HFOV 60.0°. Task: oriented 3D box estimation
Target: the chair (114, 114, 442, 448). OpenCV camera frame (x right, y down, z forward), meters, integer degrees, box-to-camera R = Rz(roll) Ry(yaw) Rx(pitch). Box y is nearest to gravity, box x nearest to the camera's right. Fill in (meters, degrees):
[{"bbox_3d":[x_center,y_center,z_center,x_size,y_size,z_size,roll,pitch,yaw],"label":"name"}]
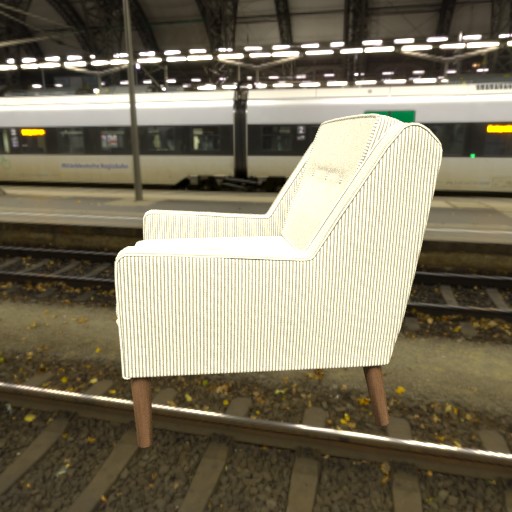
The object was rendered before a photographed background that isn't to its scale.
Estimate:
[{"bbox_3d":[0.000,0.000,1.313,0.743,0.792,0.663,-2,14,-8],"label":"chair"}]
